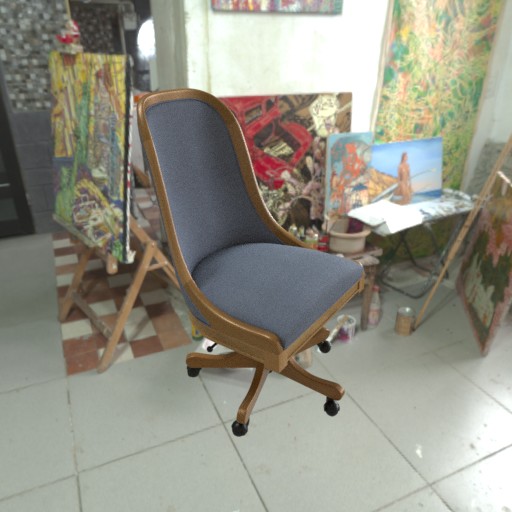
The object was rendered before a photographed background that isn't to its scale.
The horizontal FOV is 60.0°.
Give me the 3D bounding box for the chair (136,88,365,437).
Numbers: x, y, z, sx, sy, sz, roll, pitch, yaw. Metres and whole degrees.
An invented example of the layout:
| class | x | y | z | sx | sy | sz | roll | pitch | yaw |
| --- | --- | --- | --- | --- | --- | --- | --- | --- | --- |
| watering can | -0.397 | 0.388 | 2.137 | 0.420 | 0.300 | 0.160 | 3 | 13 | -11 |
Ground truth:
| class | x | y | z | sx | sy | sz | roll | pitch | yaw |
| --- | --- | --- | --- | --- | --- | --- | --- | --- | --- |
| chair | 0.000 | 0.000 | 1.520 | 0.735 | 1.031 | 0.605 | 18 | 32 | 32 |
